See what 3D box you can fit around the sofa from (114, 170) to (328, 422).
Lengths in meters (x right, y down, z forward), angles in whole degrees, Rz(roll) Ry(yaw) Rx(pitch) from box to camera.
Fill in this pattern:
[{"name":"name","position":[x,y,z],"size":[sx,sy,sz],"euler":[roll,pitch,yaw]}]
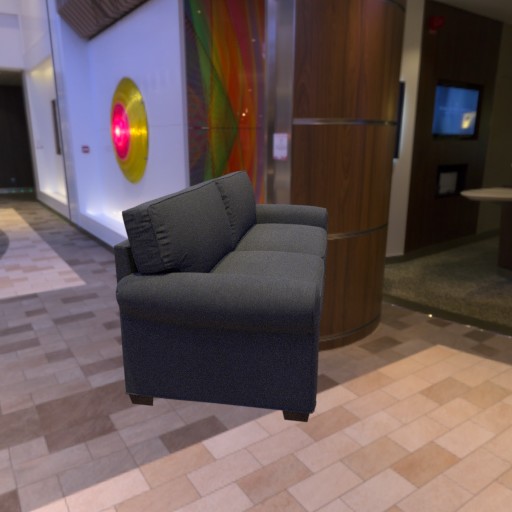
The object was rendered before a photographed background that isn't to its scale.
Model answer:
[{"name":"sofa","position":[0.000,0.000,3.050],"size":[0.954,1.026,2.391],"euler":[3,15,9]}]
